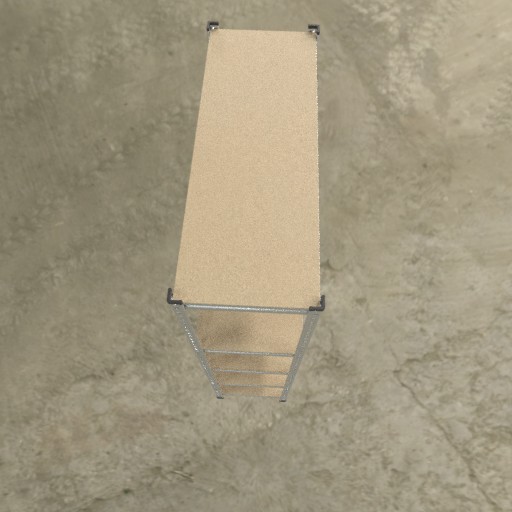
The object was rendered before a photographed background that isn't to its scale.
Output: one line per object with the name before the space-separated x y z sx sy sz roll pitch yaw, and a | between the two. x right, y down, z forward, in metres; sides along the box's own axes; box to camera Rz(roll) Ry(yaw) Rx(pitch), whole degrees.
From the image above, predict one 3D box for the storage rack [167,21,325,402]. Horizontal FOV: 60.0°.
storage rack | 0.000 0.000 2.354 0.457 1.829 1.219 3 64 1
